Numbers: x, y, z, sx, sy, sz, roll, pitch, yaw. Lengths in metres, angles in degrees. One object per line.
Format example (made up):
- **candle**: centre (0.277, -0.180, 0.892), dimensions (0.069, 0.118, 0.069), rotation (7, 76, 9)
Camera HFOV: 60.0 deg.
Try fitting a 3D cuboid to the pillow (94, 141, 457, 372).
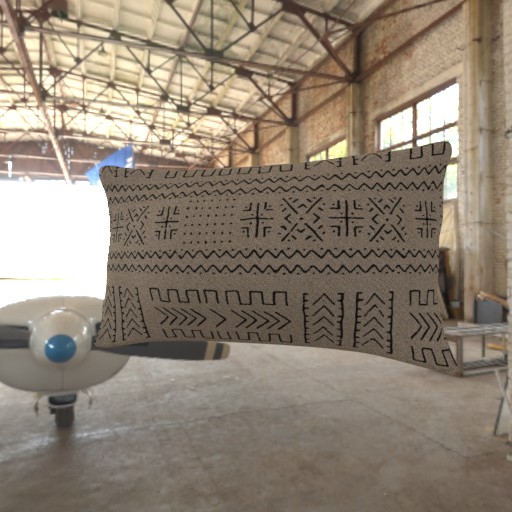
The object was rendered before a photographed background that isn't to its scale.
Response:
- **pillow**: centre (0.000, 0.000, 0.771), dimensions (0.637, 0.352, 0.188), rotation (0, -1, 17)
